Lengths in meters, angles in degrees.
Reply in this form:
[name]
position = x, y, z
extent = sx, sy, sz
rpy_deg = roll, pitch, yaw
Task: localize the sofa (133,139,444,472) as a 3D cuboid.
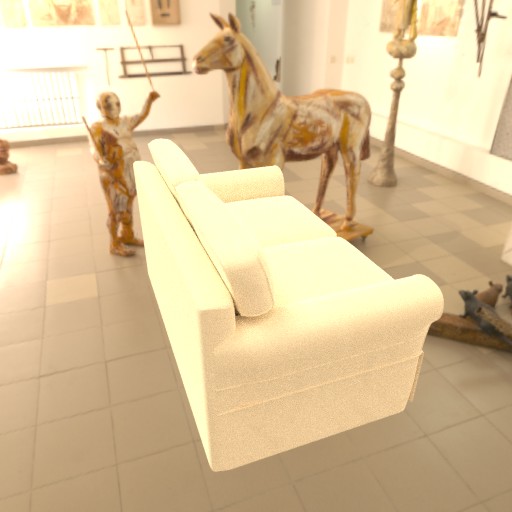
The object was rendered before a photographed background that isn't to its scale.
[sofa]
position = 0.000, 0.000, 2.337
extent = 0.991, 0.940, 1.727
rpy_deg = -10, 31, -18
